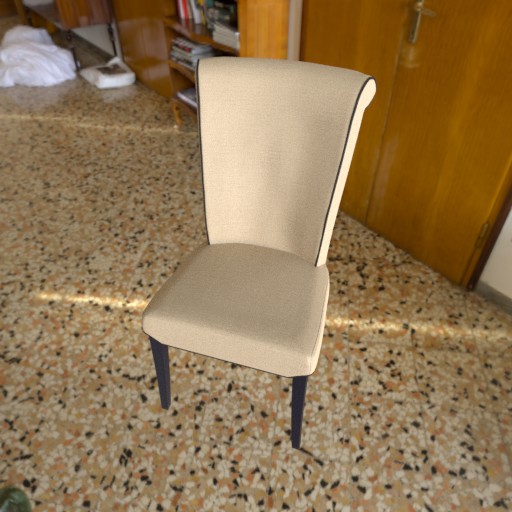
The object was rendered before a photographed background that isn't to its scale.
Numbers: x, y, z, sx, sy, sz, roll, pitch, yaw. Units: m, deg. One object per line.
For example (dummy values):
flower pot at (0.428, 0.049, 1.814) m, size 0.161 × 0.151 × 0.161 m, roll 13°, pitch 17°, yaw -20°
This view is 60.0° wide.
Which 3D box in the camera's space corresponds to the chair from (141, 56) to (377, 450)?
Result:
chair at (0.000, 0.000, 1.368) m, size 0.522 × 0.997 × 0.623 m, roll 12°, pitch 42°, yaw 13°
